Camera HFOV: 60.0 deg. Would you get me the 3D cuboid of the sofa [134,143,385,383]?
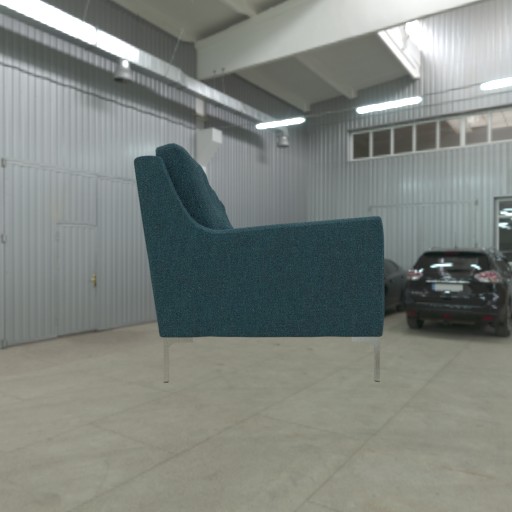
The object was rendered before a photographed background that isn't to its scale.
[{"bbox_3d":[0.000,0.000,2.494,0.849,0.837,2.060,0,0,-1],"label":"sofa"}]
